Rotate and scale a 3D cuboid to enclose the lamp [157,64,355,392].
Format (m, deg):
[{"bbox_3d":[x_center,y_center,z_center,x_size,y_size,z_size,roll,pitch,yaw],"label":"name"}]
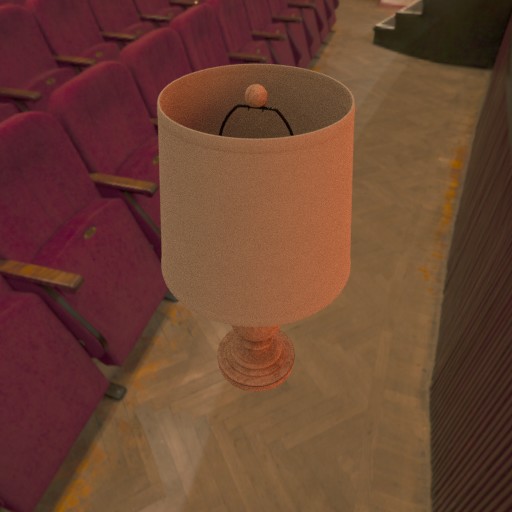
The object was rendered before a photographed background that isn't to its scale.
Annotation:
[{"bbox_3d":[0.000,0.000,0.649,0.273,0.497,0.273,0,41,0],"label":"lamp"}]
